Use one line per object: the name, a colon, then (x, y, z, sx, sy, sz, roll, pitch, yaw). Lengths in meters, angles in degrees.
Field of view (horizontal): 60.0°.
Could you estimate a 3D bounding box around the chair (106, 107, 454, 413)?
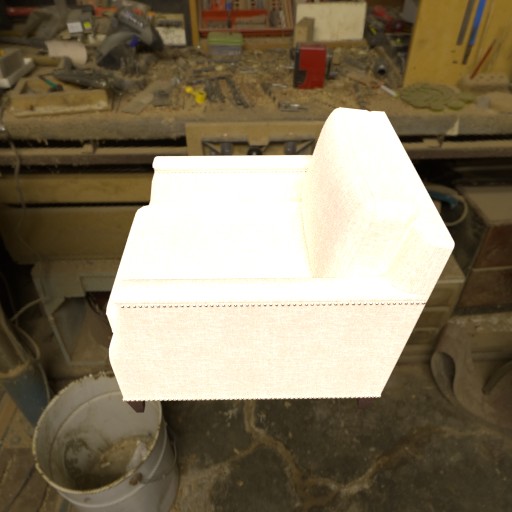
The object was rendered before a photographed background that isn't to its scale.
chair: (0.000, 0.000, 1.740, 1.041, 0.940, 0.838, -1, 42, -1)
